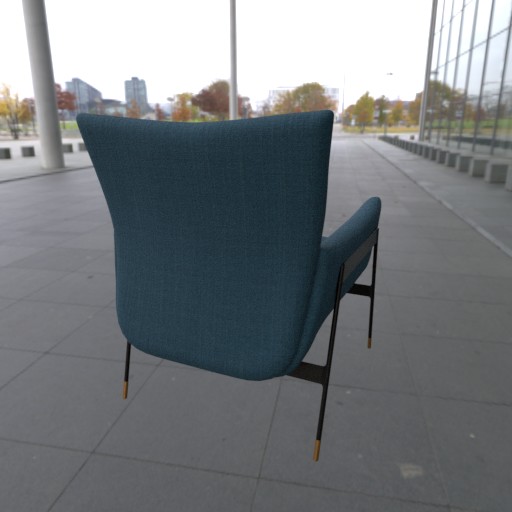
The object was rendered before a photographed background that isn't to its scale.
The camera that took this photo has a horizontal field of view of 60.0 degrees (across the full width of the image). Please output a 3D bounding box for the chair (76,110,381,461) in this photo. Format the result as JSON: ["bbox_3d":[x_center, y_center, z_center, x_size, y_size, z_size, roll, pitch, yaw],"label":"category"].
[{"bbox_3d":[0.000,0.000,1.413,0.678,0.859,0.769,8,18,24],"label":"chair"}]
